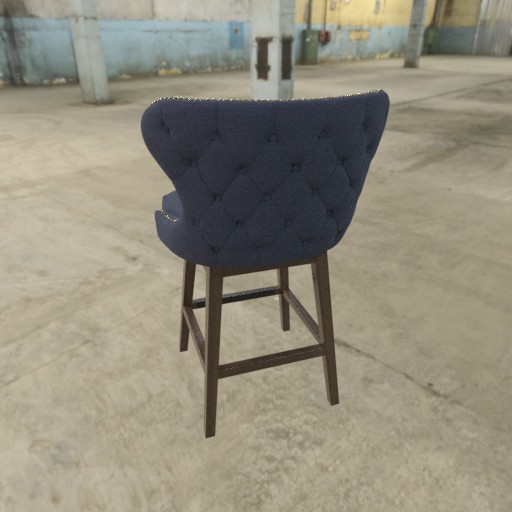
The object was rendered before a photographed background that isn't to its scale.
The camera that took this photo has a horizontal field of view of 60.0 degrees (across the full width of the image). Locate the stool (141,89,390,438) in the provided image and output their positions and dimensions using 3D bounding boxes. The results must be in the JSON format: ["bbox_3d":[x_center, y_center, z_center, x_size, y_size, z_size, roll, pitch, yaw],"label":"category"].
[{"bbox_3d":[0.000,0.000,1.347,0.615,0.972,0.597,-8,27,-17],"label":"stool"}]
